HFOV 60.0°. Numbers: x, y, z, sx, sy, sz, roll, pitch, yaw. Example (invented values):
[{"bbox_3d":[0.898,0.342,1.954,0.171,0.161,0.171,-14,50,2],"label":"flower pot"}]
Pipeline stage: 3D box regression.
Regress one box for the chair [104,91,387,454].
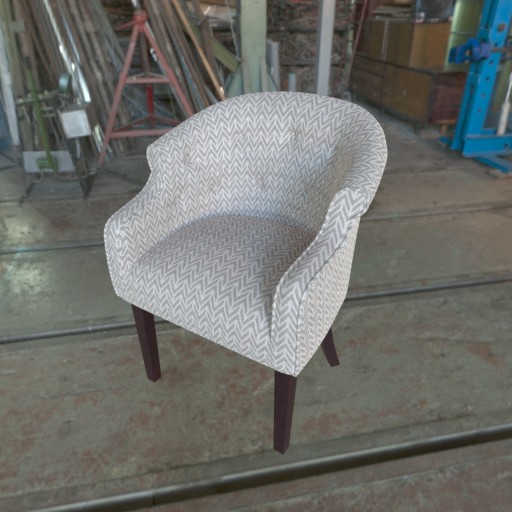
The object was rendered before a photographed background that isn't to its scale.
[{"bbox_3d":[0.000,0.000,1.330,0.686,0.858,0.613,18,35,28],"label":"chair"}]
